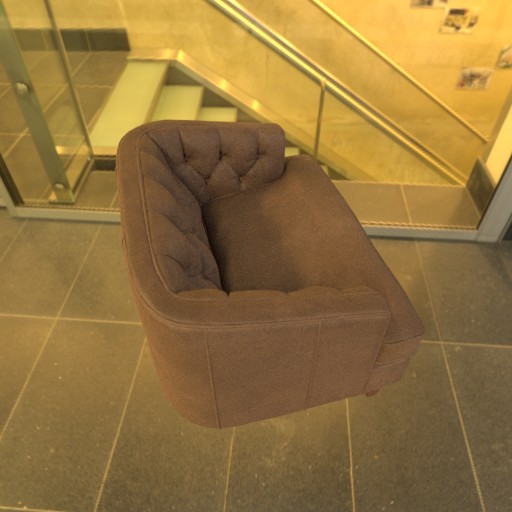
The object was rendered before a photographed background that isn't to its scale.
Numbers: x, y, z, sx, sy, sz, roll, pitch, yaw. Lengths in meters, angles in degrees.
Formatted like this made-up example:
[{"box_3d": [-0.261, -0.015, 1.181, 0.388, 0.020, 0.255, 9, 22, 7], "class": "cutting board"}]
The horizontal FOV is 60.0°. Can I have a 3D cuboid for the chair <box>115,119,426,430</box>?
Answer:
[{"box_3d": [0.000, 0.000, 1.743, 0.914, 0.787, 1.118, -11, 47, -11], "class": "chair"}]
